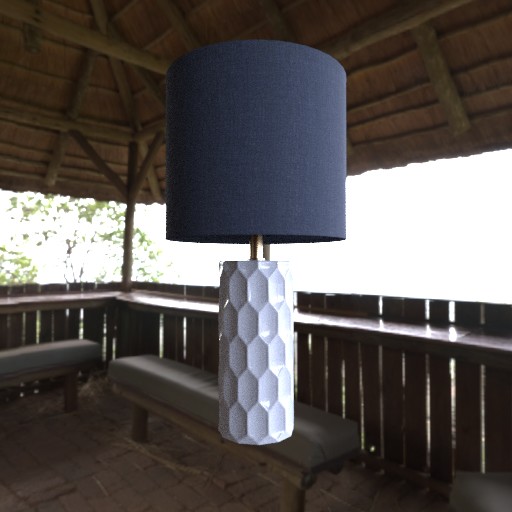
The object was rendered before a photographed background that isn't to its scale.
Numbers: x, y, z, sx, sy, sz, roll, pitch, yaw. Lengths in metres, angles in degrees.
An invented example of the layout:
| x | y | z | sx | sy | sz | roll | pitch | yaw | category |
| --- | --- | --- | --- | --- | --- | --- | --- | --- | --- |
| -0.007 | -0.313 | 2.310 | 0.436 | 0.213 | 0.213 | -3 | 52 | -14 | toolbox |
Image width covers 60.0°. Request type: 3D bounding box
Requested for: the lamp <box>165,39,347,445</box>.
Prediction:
| x | y | z | sx | sy | sz | roll | pitch | yaw | category |
| --- | --- | --- | --- | --- | --- | --- | --- | --- | --- |
| 0.000 | 0.000 | 0.687 | 0.277 | 0.537 | 0.277 | 0 | -1 | -18 | lamp |
